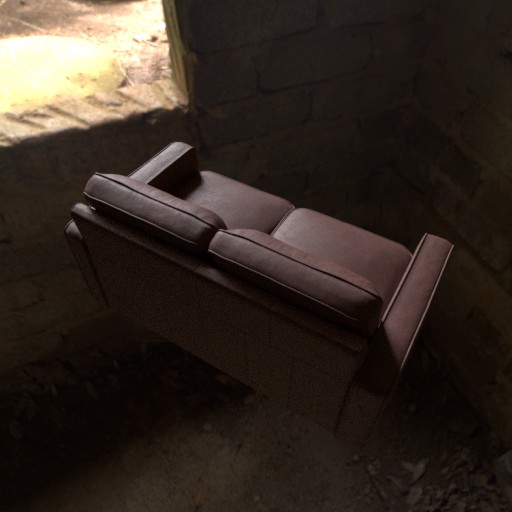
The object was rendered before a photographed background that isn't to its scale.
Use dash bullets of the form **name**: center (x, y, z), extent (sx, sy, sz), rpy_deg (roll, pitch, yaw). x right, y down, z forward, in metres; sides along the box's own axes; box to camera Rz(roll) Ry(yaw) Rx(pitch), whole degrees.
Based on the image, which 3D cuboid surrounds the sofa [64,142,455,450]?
- **sofa**: center (0.000, 0.000, 2.263), extent (1.709, 0.918, 0.947), rpy_deg (24, 52, 20)
